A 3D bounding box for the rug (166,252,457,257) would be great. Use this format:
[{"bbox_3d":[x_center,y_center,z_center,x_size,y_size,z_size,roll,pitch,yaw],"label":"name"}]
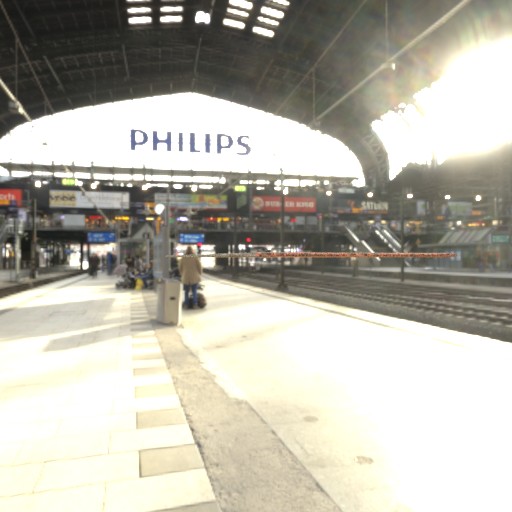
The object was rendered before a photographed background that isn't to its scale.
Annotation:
[{"bbox_3d":[0.000,0.000,2.694,0.810,0.016,2.413,0,0,-18],"label":"rug"}]
